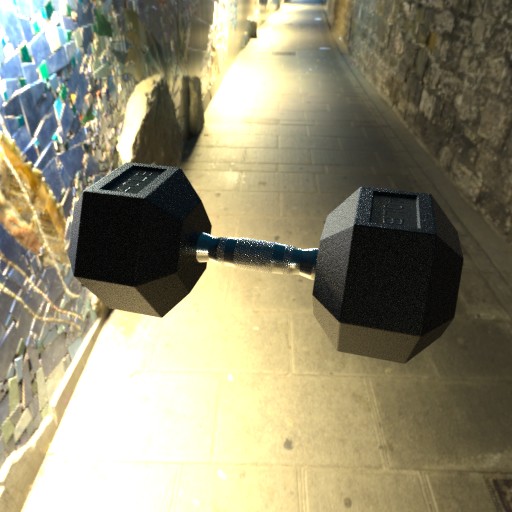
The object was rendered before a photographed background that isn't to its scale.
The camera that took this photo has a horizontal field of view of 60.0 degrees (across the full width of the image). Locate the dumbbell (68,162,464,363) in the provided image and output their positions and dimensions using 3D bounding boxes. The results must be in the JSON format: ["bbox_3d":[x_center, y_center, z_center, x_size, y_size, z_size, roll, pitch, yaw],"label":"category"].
[{"bbox_3d":[0.000,0.000,0.439,0.361,0.137,0.157,8,33,13],"label":"dumbbell"}]
